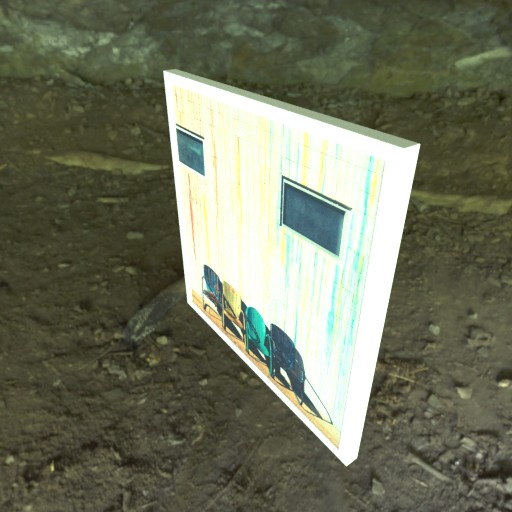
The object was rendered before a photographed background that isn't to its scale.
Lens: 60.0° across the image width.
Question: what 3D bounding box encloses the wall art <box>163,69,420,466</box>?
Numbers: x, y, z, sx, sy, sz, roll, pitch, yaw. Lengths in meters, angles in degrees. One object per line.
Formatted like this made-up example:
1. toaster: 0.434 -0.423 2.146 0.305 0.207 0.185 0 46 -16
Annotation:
1. wall art: 0.000 0.000 1.099 0.036 0.760 0.760 -21 38 -30
